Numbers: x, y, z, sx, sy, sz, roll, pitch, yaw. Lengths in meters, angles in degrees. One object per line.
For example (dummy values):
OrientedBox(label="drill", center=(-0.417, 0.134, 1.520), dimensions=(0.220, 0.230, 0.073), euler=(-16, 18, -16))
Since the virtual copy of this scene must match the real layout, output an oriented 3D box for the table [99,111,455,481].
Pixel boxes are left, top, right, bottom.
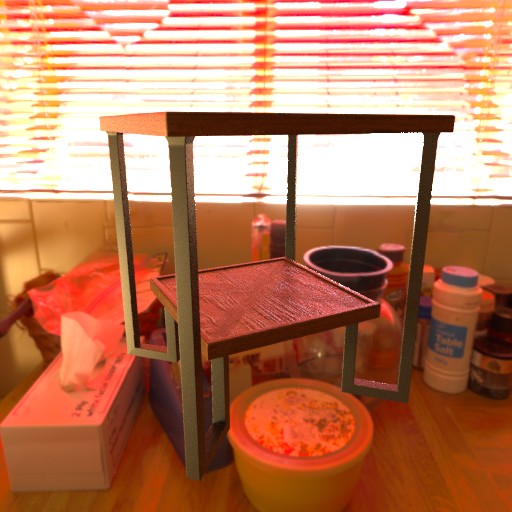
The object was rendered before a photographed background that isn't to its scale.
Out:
OrientedBox(label="table", center=(0.000, 0.000, 0.933), dimensions=(0.503, 0.563, 0.503), euler=(-8, 19, -26))
